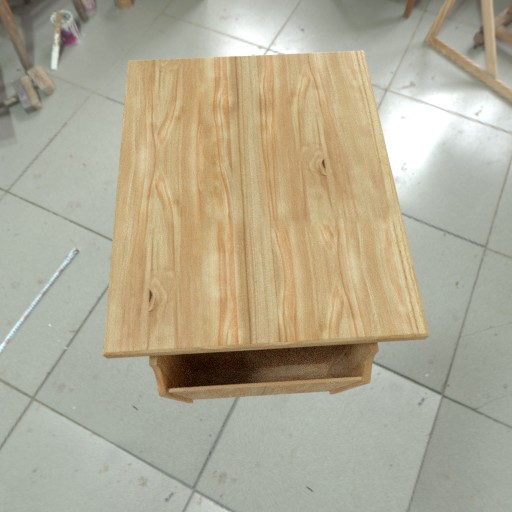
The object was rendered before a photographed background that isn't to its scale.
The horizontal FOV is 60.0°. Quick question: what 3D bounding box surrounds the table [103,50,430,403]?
[{"bbox_3d":[0.000,0.000,0.842,0.380,0.515,0.530,-3,65,-1],"label":"table"}]
